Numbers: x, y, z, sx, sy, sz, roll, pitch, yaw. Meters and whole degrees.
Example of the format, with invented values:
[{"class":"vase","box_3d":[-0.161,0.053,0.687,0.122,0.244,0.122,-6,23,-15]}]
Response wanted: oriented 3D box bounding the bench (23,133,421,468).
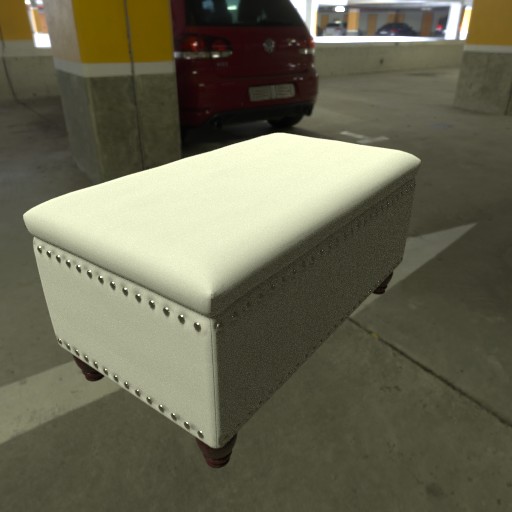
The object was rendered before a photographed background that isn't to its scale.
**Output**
[{"class":"bench","box_3d":[0.000,0.000,1.144,0.500,0.449,0.887,19,33,32]}]
